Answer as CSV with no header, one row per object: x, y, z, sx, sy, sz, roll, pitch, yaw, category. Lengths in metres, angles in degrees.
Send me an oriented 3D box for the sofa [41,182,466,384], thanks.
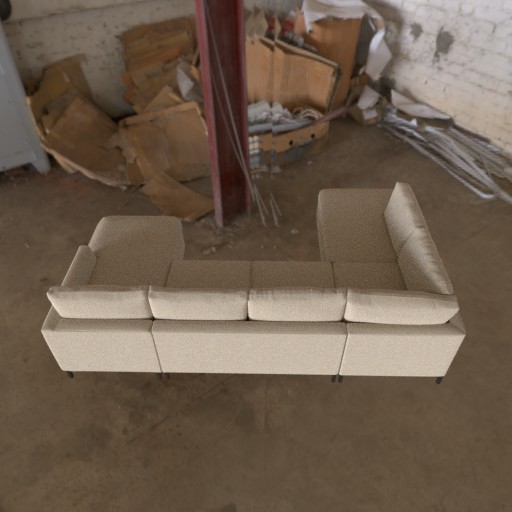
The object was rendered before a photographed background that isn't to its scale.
0.000,0.000,3.865,2.984,0.862,1.989,1,43,1,sofa
